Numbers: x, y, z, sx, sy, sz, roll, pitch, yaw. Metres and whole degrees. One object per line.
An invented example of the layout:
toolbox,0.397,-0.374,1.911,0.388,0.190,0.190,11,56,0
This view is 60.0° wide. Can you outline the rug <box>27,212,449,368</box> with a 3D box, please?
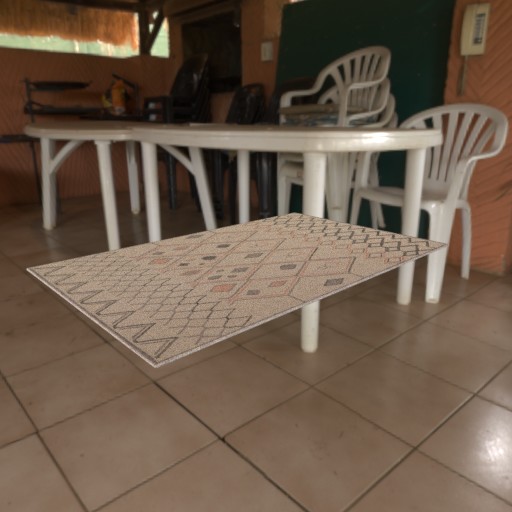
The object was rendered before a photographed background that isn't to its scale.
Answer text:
rug,0.000,0.000,2.981,2.438,0.015,1.524,-16,23,-40
